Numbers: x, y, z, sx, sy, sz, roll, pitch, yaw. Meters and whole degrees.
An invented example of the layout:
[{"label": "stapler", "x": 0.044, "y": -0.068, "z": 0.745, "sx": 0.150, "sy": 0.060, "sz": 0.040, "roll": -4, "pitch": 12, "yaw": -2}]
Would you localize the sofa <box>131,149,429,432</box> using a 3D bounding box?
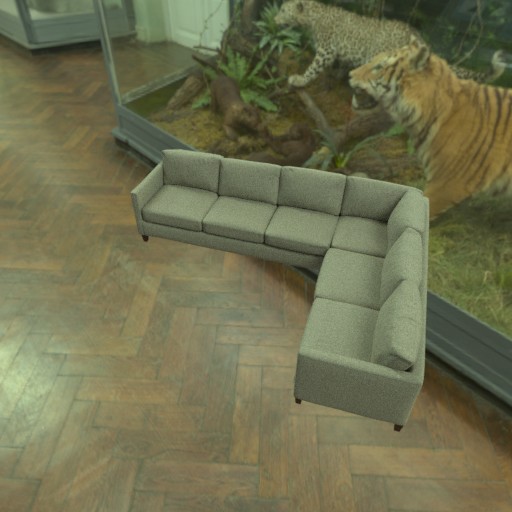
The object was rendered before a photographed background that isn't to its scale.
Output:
[{"label": "sofa", "x": 0.000, "y": 0.000, "z": 4.577, "sx": 3.302, "sy": 0.947, "sz": 2.593, "roll": 12, "pitch": 42, "yaw": 13}]
